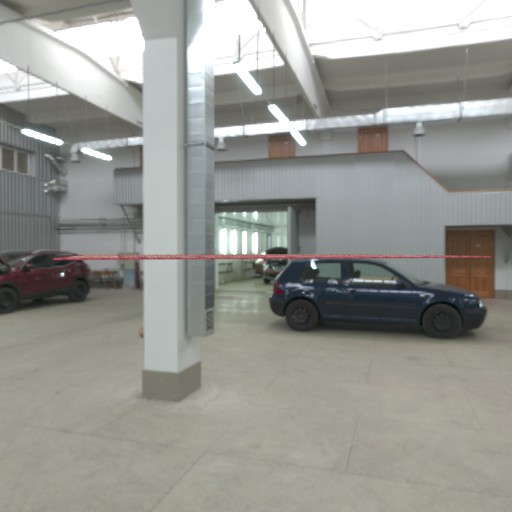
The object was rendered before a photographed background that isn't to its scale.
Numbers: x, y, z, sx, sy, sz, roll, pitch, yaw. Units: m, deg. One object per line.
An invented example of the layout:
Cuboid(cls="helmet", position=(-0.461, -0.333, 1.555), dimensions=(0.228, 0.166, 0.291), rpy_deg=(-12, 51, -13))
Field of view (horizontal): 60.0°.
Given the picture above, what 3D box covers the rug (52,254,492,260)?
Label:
Cuboid(cls="rug", position=(0.000, 0.000, 2.821), dimensions=(2.184, 0.007, 1.579), rpy_deg=(0, 1, -18))
